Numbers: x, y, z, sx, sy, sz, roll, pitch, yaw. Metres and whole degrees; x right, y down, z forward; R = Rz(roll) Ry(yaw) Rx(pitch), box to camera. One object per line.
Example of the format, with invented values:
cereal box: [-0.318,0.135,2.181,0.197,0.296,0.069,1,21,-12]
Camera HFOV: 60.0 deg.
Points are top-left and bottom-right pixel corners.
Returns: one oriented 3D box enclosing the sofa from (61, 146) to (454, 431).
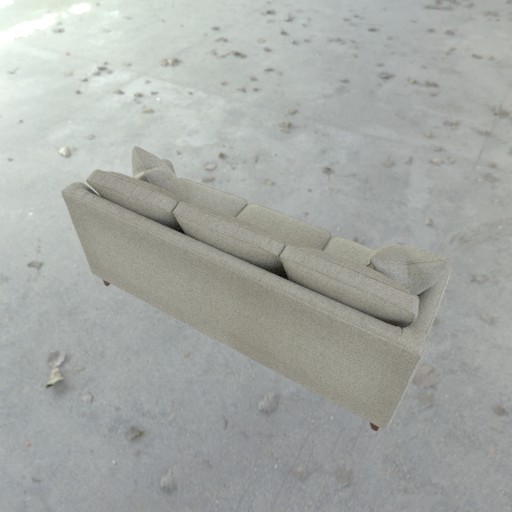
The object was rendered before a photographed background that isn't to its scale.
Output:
sofa: [0.000,0.000,2.574,2.031,0.914,0.865,23,50,22]
